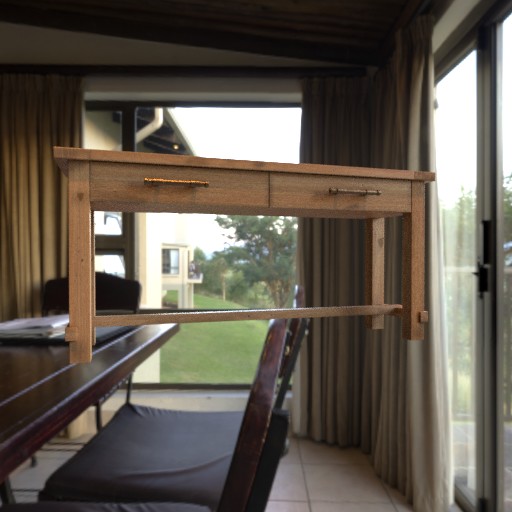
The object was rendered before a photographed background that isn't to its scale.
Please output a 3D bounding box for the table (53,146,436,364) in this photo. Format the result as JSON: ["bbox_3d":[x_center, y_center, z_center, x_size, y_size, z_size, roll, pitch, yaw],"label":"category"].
[{"bbox_3d":[0.000,0.000,1.959,1.599,0.762,0.442,0,0,-18],"label":"table"}]
